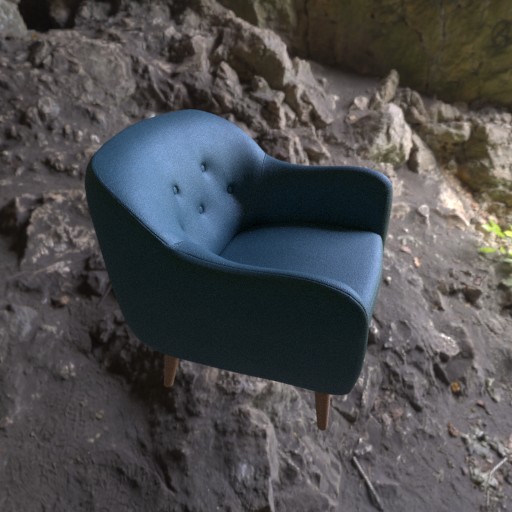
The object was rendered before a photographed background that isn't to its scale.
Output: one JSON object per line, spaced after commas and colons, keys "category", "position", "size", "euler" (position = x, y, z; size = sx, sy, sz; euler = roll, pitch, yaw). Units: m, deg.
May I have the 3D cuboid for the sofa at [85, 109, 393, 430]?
{"category": "sofa", "position": [0.000, 0.000, 1.491], "size": [0.825, 0.817, 0.836], "euler": [10, 33, 16]}
